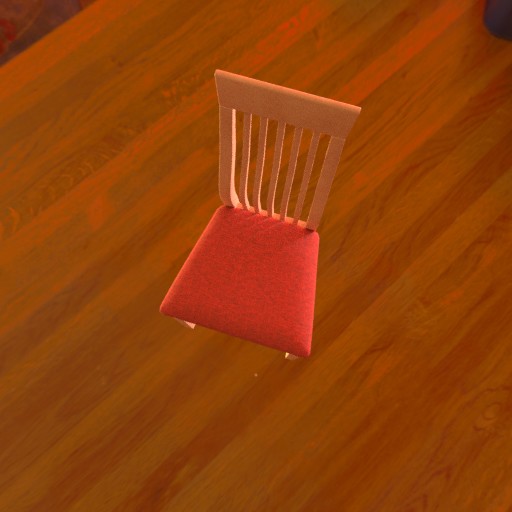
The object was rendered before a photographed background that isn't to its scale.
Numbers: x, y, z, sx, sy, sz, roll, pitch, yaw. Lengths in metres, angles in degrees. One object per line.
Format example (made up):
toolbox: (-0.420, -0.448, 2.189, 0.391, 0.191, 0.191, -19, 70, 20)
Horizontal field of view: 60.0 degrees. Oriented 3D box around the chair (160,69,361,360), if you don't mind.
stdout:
chair: (0.000, 0.000, 1.292, 0.460, 1.027, 0.474, 17, 76, 4)
